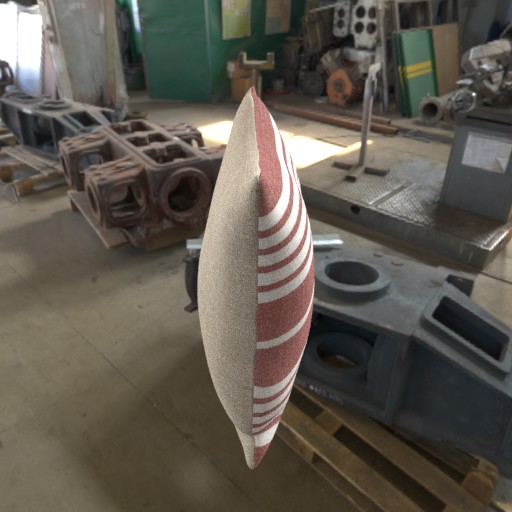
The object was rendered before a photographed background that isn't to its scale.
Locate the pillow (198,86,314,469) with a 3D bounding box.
[{"bbox_3d":[0.000,0.000,0.684,0.182,0.427,0.439,-1,32,-1],"label":"pillow"}]
